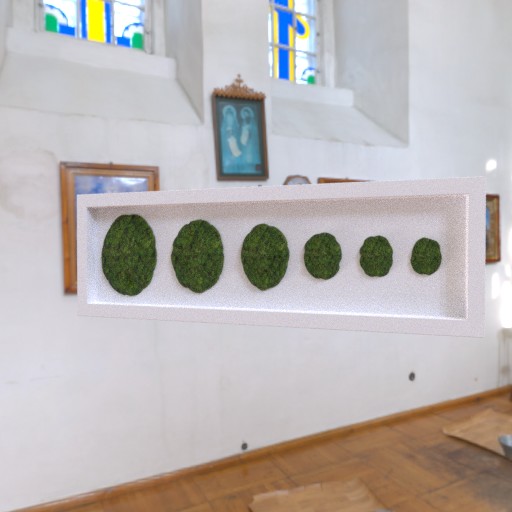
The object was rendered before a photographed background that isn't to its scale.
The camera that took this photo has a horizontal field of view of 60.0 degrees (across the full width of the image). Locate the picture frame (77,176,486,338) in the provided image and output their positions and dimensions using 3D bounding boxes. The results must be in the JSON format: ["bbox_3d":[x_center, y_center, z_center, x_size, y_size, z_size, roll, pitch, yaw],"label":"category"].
[{"bbox_3d":[0.000,0.000,0.823,0.759,0.250,0.050,0,1,18],"label":"picture frame"}]
